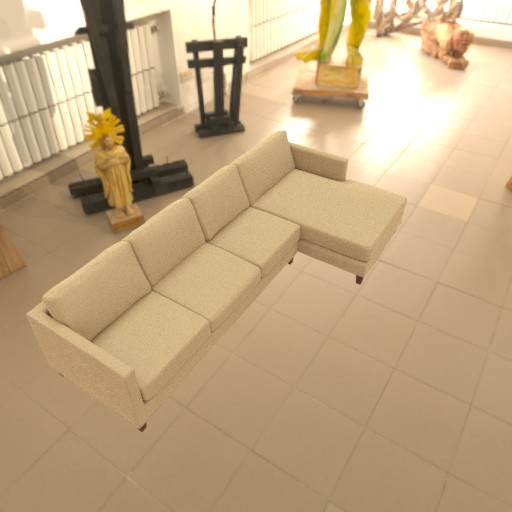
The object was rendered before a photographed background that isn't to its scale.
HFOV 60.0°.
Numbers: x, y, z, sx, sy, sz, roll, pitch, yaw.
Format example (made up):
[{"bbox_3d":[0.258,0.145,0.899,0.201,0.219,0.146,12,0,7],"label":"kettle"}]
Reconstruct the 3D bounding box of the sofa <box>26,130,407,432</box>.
[{"bbox_3d":[0.000,0.000,3.781,1.625,0.861,3.186,23,46,24],"label":"sofa"}]
